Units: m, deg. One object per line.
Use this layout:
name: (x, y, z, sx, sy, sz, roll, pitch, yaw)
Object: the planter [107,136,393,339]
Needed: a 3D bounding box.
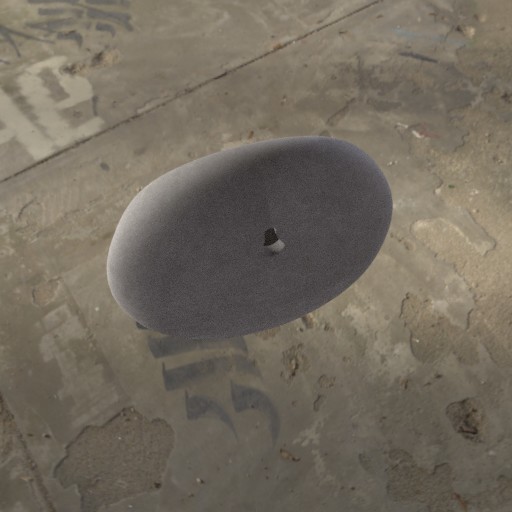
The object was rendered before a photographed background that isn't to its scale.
planter: (0.000, 0.000, 0.288, 0.185, 0.188, 0.071, -15, 59, -9)
